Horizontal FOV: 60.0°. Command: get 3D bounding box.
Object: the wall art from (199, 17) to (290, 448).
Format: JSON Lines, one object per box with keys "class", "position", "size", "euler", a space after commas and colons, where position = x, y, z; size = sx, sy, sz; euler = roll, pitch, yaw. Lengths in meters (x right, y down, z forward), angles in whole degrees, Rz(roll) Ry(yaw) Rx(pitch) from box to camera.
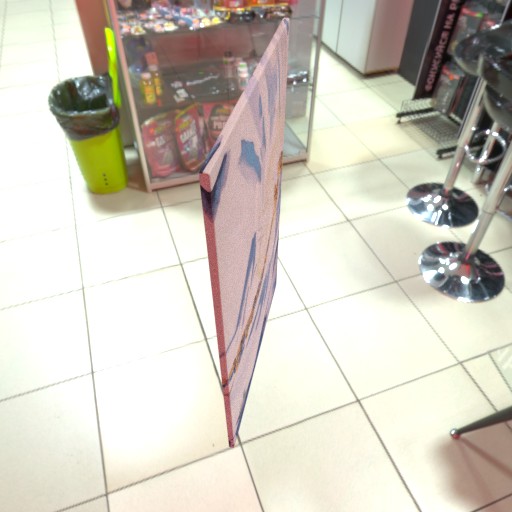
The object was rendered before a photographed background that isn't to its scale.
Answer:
{"class": "wall art", "position": [0.000, 0.000, 1.107], "size": [0.016, 0.914, 0.610], "euler": [9, 46, 9]}
